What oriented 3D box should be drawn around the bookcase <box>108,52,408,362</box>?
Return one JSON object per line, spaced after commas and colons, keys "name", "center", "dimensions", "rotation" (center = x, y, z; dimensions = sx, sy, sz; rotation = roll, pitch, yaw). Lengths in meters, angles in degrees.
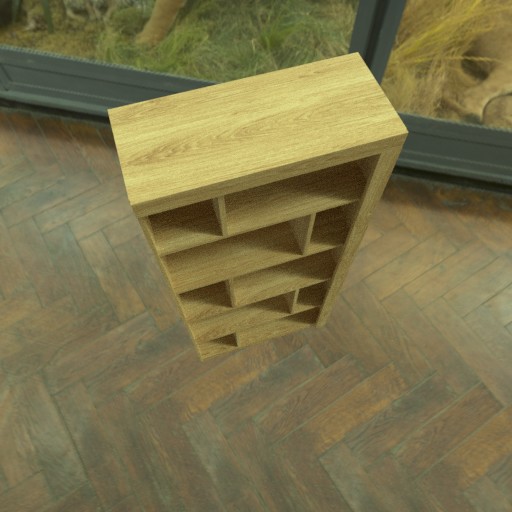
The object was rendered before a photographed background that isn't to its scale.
{"name": "bookcase", "center": [0.000, 0.000, 2.415], "dimensions": [0.950, 2.020, 0.420], "rotation": [-16, 64, -8]}
